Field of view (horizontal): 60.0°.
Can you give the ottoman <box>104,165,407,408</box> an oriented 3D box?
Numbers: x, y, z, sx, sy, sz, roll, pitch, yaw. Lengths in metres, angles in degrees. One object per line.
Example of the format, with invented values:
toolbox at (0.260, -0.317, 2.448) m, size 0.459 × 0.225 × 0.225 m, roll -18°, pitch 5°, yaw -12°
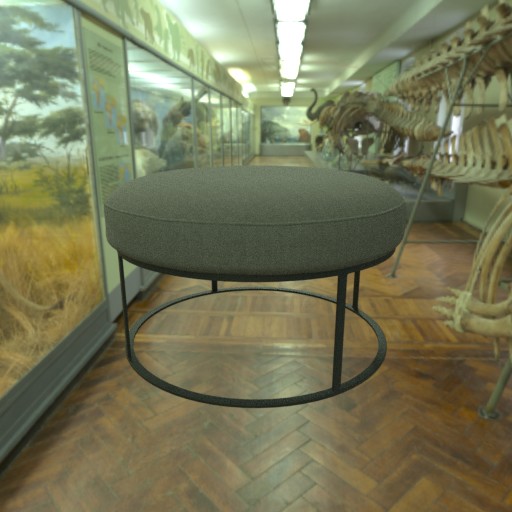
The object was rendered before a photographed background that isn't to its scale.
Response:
ottoman at (0.000, 0.000, 1.223) m, size 0.772 × 0.460 × 0.772 m, roll 0°, pitch 16°, yaw 0°
